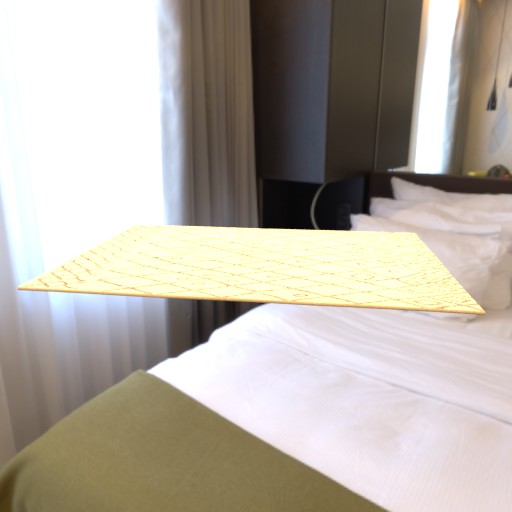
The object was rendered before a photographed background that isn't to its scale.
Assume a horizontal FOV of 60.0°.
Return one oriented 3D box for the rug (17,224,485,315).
[{"bbox_3d":[0.000,0.000,2.286,1.828,0.015,1.222,2,17,8],"label":"rug"}]
